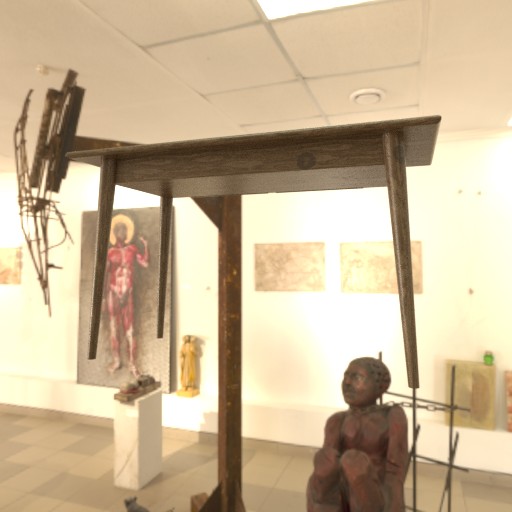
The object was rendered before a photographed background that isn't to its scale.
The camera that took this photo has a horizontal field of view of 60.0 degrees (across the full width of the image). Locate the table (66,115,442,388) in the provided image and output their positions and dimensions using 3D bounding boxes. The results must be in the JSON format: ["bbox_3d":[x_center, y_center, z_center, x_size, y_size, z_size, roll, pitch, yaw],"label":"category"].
[{"bbox_3d":[0.000,0.000,1.723,1.300,0.780,0.599,0,-1,19],"label":"table"}]
